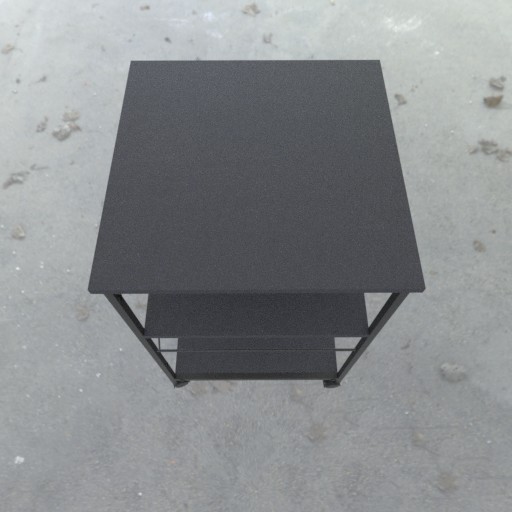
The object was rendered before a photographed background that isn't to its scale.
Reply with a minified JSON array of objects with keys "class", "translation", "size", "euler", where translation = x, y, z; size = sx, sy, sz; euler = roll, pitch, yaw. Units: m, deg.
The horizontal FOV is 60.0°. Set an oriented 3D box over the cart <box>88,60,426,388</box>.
[{"class":"cart","translation":[0.000,0.000,1.138],"size":[0.520,0.762,0.521],"euler":[0,62,0]}]
